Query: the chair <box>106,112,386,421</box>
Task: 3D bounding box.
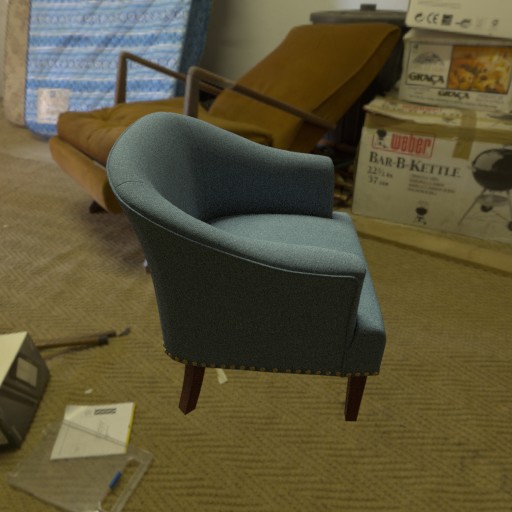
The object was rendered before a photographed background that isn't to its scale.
[{"bbox_3d":[0.000,0.000,1.410,0.704,0.815,0.772,1,32,2],"label":"chair"}]
